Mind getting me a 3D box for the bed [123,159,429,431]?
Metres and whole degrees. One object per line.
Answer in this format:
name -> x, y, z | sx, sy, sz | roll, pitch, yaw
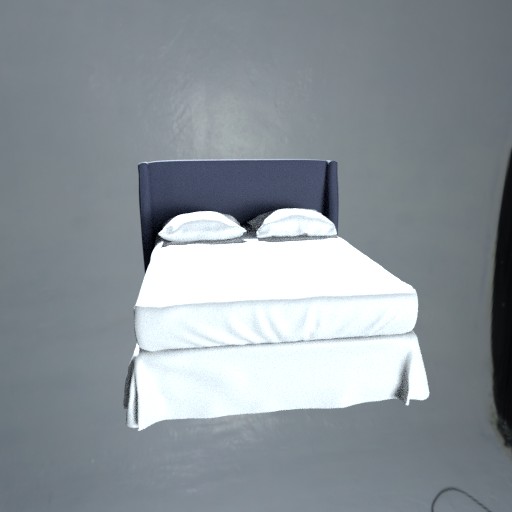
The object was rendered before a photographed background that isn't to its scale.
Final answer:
bed -> 0.000, 0.000, 3.428 | 1.925, 1.332, 2.276 | -2, 16, -8
